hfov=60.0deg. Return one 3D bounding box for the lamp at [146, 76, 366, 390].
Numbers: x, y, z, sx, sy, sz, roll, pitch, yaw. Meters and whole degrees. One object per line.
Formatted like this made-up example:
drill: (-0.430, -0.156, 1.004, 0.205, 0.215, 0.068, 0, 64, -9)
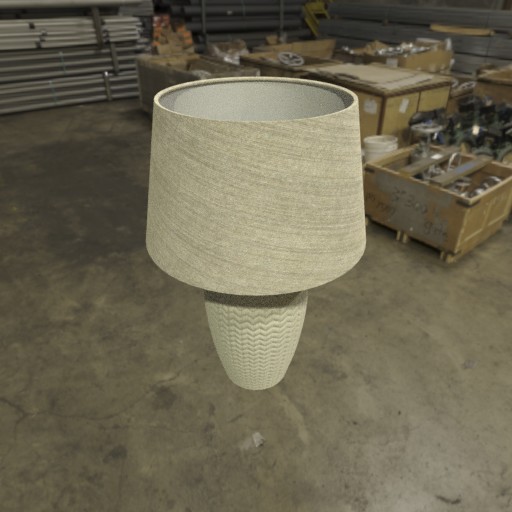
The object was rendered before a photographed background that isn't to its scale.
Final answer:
lamp: (0.000, 0.000, 0.831, 0.390, 0.580, 0.390, 0, 32, 0)
